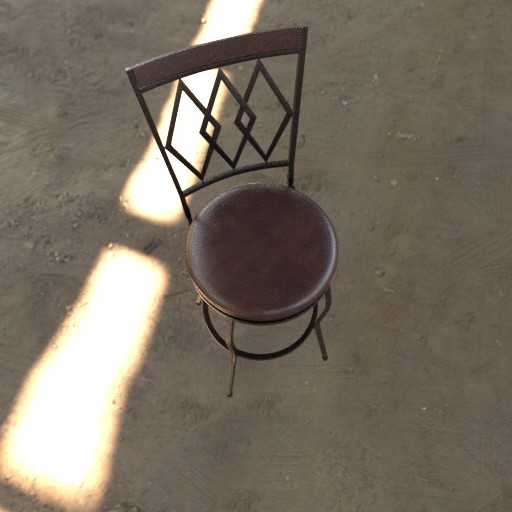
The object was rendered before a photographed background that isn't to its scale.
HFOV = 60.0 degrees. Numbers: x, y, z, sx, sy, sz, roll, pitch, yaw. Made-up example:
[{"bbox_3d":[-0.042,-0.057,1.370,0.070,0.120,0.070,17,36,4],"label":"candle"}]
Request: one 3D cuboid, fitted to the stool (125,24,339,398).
[{"bbox_3d":[0.000,0.000,1.358,0.432,1.134,0.521,-18,63,-10],"label":"stool"}]
